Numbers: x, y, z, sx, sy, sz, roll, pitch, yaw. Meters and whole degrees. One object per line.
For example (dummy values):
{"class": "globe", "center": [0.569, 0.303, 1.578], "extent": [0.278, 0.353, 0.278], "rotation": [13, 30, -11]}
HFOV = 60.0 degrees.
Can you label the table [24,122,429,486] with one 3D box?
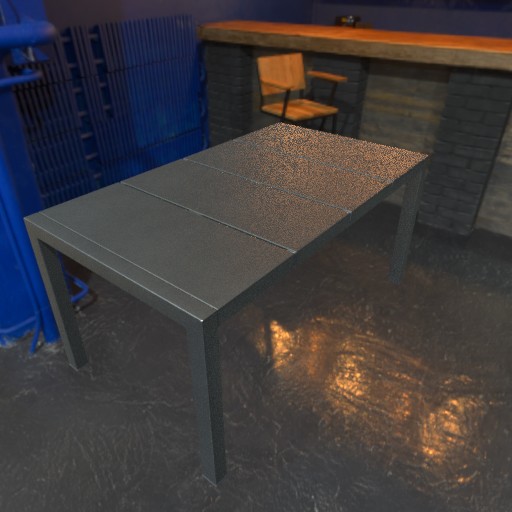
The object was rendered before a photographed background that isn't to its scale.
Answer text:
{"class": "table", "center": [0.000, 0.000, 1.279], "extent": [0.559, 0.460, 0.965], "rotation": [23, 39, 32]}
